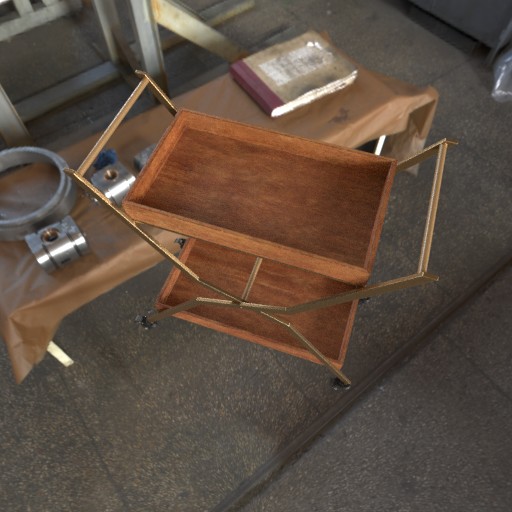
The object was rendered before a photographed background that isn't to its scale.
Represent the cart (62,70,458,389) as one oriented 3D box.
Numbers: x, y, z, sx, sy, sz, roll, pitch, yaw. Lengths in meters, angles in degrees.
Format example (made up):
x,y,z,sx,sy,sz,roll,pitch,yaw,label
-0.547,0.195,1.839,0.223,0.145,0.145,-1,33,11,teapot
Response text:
x,y,z,sx,sy,sz,roll,pitch,yaw,label
0.000,0.000,1.348,0.836,0.869,0.405,16,61,9,cart
